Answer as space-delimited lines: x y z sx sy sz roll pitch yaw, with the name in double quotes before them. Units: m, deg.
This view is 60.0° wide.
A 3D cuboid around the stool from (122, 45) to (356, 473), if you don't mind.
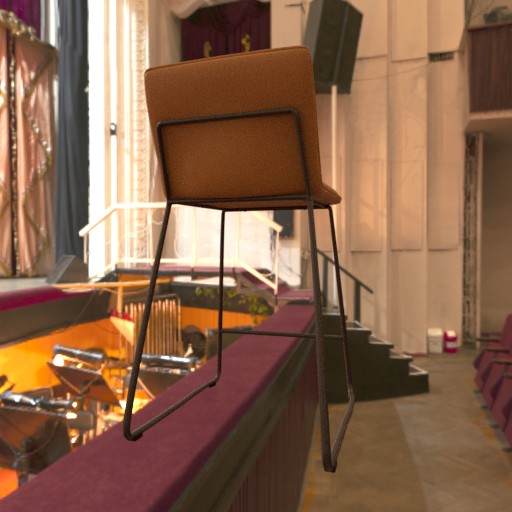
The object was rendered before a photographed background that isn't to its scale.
"stool" 0.000 0.000 1.182 0.489 0.866 0.524 0 1 18
